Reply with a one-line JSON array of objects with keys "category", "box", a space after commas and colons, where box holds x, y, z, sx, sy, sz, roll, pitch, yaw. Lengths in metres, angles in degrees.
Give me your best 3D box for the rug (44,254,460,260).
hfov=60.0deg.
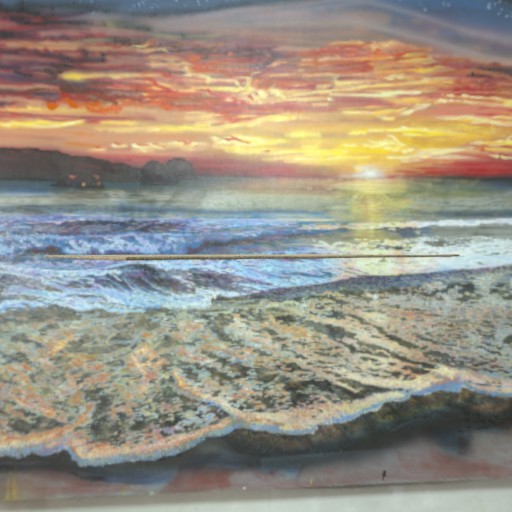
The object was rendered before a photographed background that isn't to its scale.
[{"category": "rug", "box": [0.000, 0.000, 2.329, 1.822, 0.018, 1.211, 0, 1, -36]}]
